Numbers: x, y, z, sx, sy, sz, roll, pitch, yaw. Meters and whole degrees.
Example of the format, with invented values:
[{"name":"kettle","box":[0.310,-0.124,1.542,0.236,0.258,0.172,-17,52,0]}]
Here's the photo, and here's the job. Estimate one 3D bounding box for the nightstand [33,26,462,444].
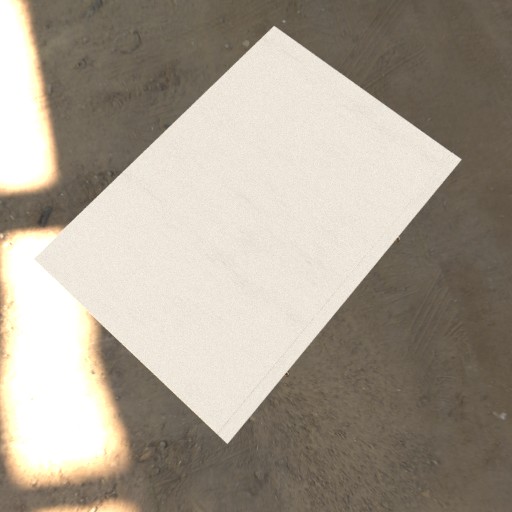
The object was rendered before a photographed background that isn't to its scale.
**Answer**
[{"name":"nightstand","box":[0.000,0.000,1.044,0.447,0.604,0.614,40,78,10]}]
